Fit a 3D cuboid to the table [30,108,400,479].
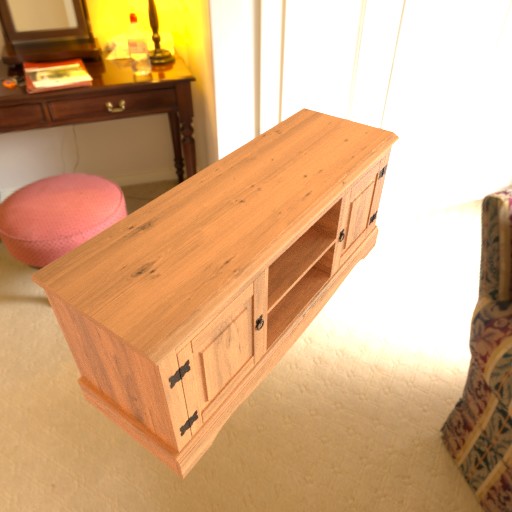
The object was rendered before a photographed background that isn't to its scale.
[{"bbox_3d":[0.000,0.000,1.454,0.400,0.510,1.200,25,46,27],"label":"table"}]
